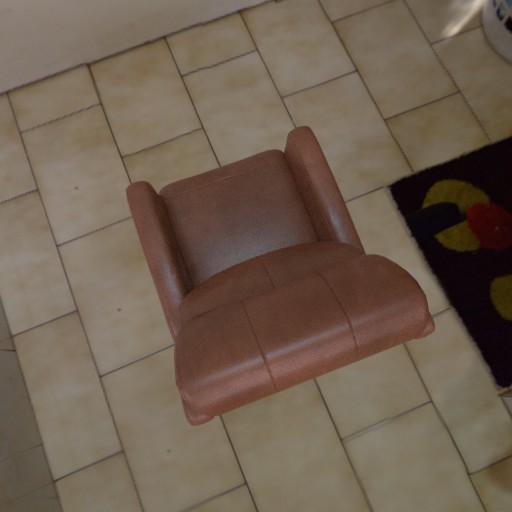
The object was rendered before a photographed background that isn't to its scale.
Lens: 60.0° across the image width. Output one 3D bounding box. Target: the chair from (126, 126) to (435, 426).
[{"bbox_3d":[0.000,0.000,1.677,0.787,1.016,0.939,-20,77,-5],"label":"chair"}]
